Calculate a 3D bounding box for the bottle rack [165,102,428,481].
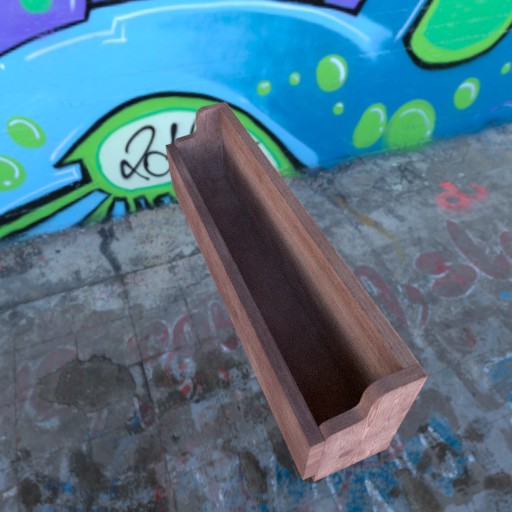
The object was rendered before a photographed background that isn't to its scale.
[{"bbox_3d":[0.000,0.000,0.692,0.126,0.196,0.608,-16,49,-15],"label":"bottle rack"}]
